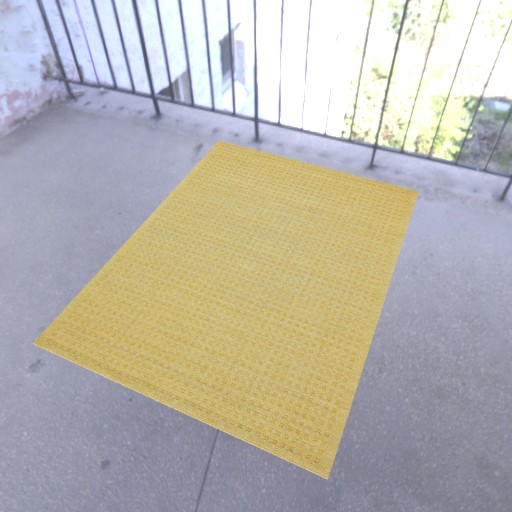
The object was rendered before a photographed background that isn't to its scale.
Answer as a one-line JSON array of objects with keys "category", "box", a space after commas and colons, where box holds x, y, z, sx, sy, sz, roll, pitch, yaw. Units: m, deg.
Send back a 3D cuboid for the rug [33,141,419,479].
[{"category": "rug", "box": [0.000, 0.000, 4.242, 2.486, 0.015, 3.242, 18, 50, 16]}]
